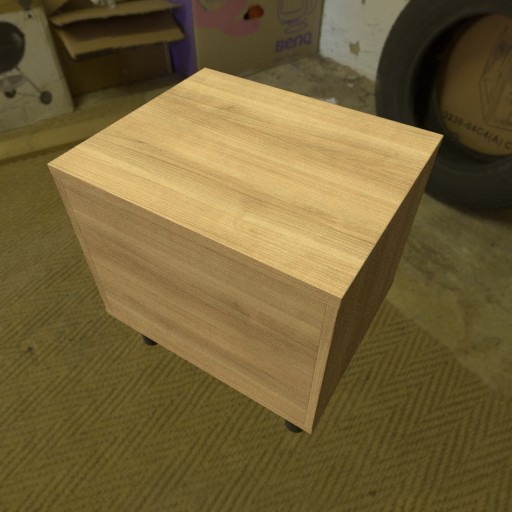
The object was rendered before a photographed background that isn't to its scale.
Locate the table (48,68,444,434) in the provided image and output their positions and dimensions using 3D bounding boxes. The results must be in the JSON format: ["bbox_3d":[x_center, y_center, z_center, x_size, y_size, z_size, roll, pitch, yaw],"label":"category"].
[{"bbox_3d":[0.000,0.000,0.810,0.445,0.460,0.380,24,51,21],"label":"table"}]
